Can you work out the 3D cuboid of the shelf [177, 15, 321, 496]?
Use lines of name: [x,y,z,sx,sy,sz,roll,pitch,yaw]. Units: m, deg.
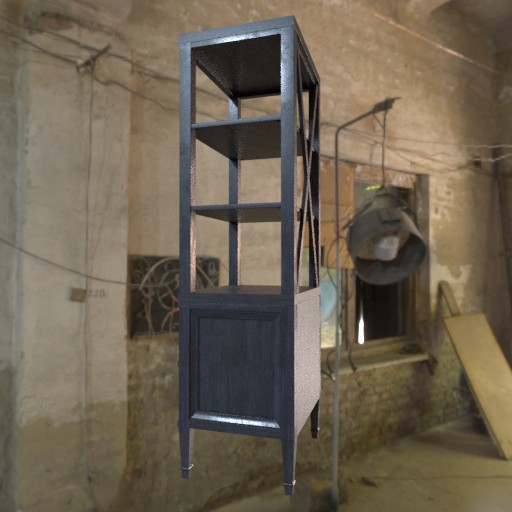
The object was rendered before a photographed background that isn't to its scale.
shelf: [0.000,0.000,1.934,0.472,1.727,0.584,0,-1,18]
